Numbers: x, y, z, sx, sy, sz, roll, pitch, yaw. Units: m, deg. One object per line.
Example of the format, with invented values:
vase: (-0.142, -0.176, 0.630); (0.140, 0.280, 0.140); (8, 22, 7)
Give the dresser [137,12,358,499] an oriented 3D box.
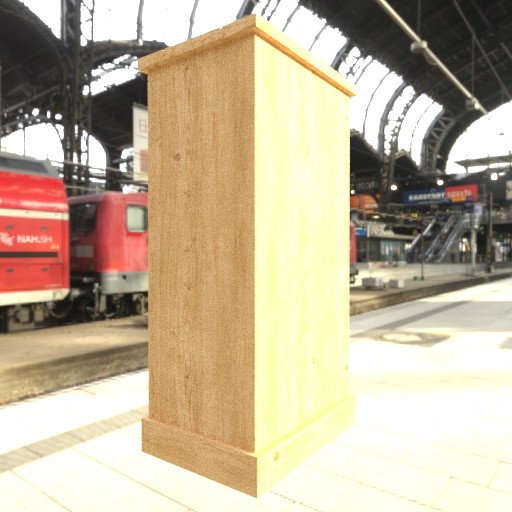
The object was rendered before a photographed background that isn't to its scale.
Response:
dresser: (0.000, 0.000, 1.276); (0.390, 1.041, 0.531); (0, 1, 36)
